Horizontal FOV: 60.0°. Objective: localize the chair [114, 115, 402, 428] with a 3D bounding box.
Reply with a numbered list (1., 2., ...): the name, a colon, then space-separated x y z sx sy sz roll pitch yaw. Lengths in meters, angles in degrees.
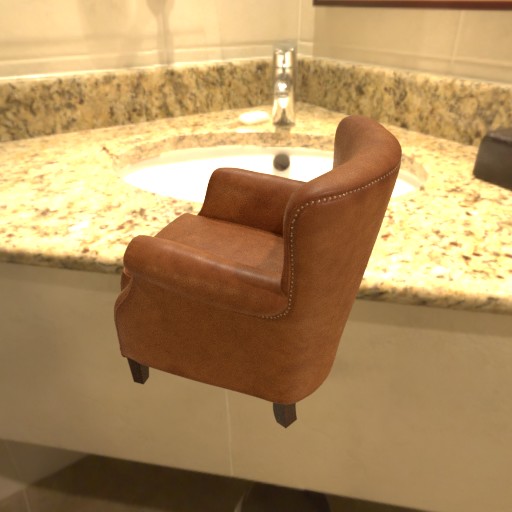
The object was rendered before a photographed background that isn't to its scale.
1. chair: 0.000 0.000 1.673 0.921 0.936 0.861 10 32 16
